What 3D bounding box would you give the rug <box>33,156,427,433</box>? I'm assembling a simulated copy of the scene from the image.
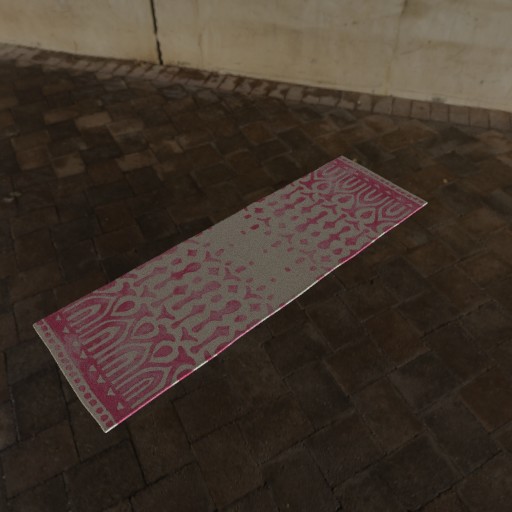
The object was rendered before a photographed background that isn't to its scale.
[{"bbox_3d":[0.000,0.000,2.701,2.458,0.011,0.787,-32,54,-27],"label":"rug"}]
